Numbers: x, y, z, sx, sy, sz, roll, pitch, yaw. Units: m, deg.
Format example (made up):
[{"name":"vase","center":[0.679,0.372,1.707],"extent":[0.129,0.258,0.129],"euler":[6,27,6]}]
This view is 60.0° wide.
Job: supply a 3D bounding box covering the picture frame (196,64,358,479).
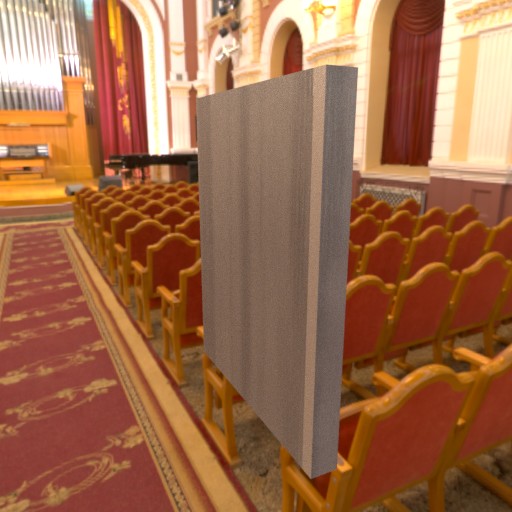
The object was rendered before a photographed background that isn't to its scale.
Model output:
[{"name":"picture frame","center":[0.000,0.000,0.774],"extent":[0.046,0.555,0.449],"euler":[-7,16,-26]}]
